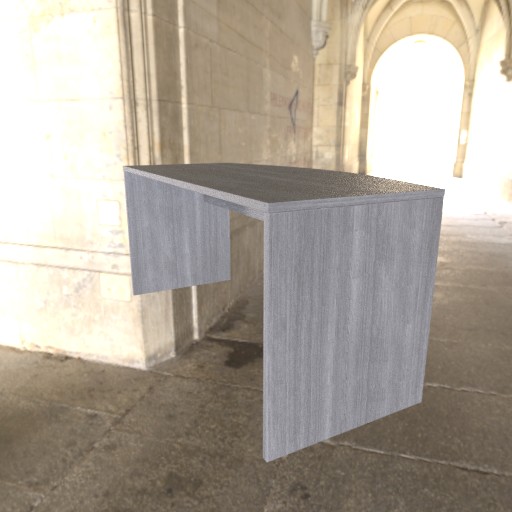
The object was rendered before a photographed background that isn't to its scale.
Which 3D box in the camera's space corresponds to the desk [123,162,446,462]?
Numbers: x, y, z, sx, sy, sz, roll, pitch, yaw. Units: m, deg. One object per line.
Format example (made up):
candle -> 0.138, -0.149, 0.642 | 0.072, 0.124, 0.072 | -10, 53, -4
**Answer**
desk -> 0.000, 0.000, 2.041 | 0.802, 0.750, 1.600 | -8, 17, -27
